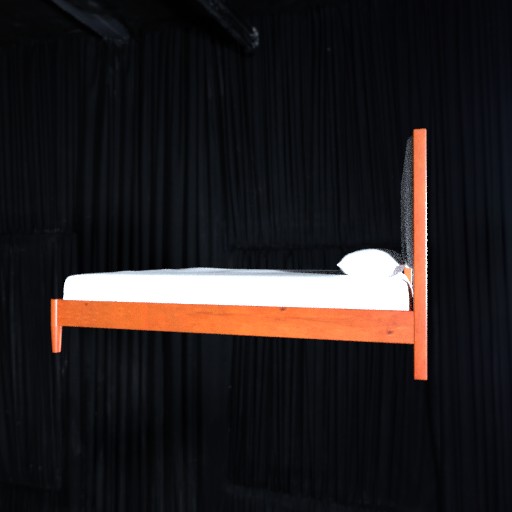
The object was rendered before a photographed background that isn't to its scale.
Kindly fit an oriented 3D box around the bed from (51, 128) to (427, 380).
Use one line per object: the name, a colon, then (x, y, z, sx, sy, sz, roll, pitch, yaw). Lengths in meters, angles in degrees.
bed: (0.000, 0.000, 3.096, 2.117, 1.165, 1.566, 0, -1, 17)
